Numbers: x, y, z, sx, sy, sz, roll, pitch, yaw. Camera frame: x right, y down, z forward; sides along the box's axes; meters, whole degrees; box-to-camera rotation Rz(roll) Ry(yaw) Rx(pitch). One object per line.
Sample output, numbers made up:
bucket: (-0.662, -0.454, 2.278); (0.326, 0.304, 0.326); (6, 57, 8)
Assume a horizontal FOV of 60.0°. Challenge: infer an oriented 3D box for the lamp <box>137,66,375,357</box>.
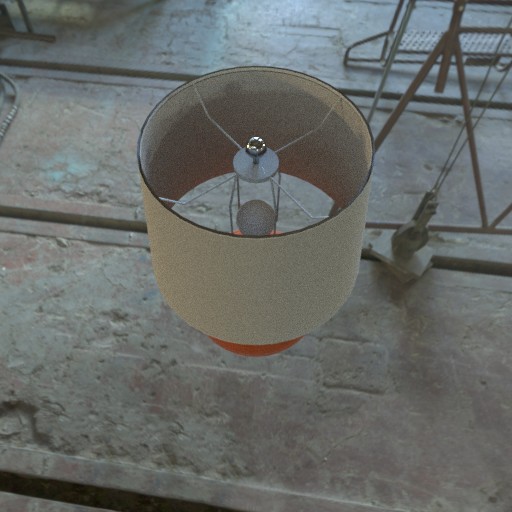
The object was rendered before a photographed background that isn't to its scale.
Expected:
lamp: (0.000, 0.000, 0.549); (0.247, 0.387, 0.247); (0, 59, 0)
